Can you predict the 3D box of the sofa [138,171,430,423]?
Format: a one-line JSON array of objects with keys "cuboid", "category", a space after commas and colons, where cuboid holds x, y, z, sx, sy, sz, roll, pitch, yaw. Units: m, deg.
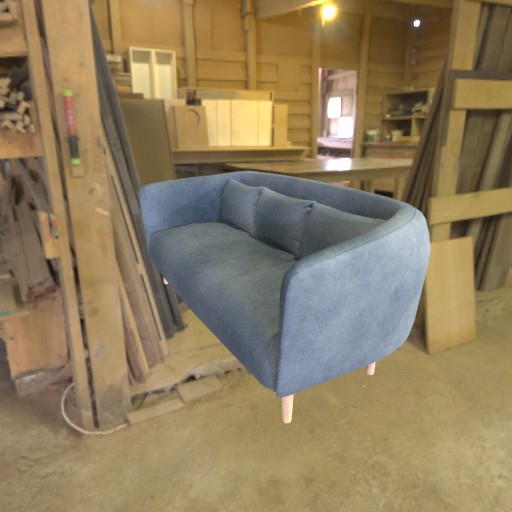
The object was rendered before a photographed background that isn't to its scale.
[{"cuboid": [0.000, 0.000, 2.457, 0.849, 0.795, 2.095, -8, 18, -25], "category": "sofa"}]
